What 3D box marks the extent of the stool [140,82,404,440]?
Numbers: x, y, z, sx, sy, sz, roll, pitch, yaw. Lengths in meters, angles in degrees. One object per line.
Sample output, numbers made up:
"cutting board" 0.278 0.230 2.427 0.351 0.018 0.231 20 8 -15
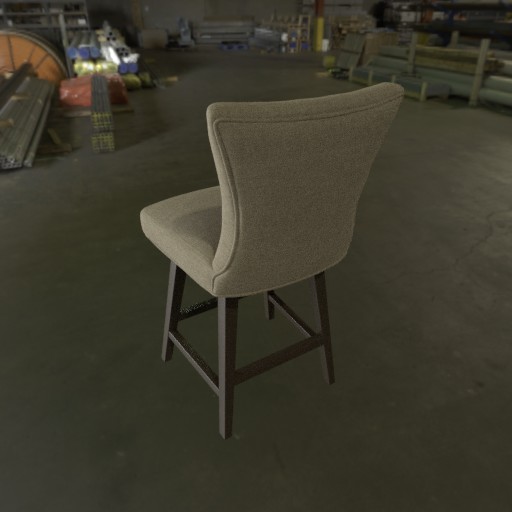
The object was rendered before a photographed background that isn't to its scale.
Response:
"stool" 0.000 0.000 1.330 0.514 1.000 0.574 -18 34 -28
